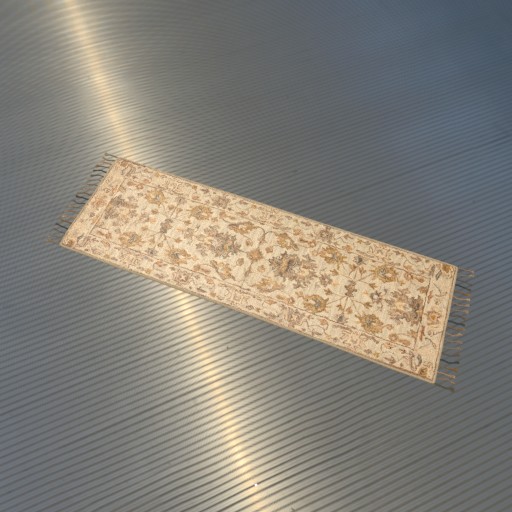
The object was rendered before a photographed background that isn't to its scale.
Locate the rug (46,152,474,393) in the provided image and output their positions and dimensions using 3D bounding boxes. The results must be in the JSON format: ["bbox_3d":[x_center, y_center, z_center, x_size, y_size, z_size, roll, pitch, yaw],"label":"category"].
[{"bbox_3d":[0.000,0.000,2.598,2.438,0.021,0.729,19,64,10],"label":"rug"}]
